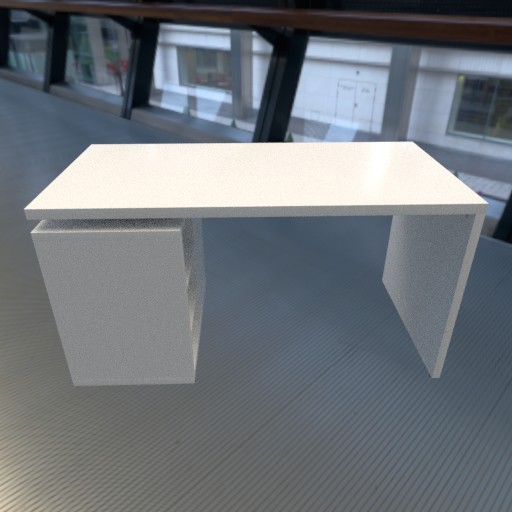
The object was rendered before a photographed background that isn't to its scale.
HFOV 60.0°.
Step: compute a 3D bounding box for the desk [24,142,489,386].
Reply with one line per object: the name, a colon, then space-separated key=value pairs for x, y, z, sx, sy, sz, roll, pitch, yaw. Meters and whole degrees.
desk: x=0.000 y=0.000 z=1.816 sx=1.400 sy=0.740 sz=0.690 roll=-1 pitch=30 yaw=-2
